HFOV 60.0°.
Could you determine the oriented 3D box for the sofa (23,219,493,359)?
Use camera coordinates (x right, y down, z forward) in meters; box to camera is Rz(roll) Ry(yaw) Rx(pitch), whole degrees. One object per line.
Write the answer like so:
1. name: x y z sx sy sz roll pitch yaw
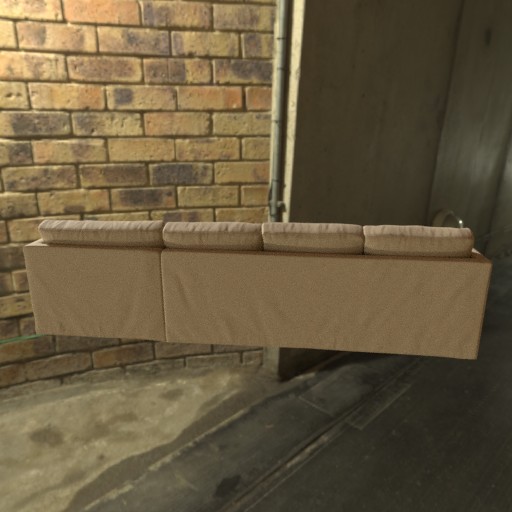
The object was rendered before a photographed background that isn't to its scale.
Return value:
1. sofa: 0.000 0.000 3.787 3.206 0.871 1.622 2 17 6
